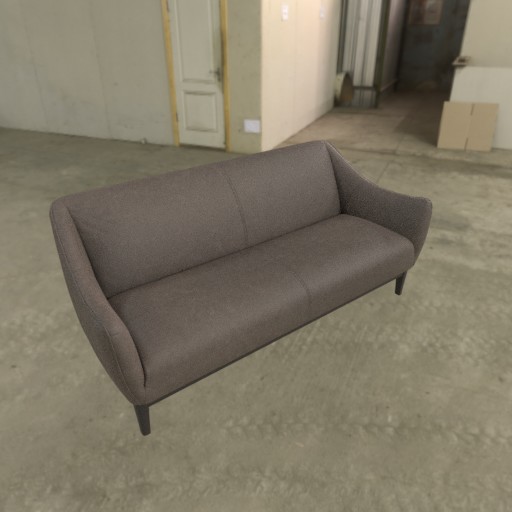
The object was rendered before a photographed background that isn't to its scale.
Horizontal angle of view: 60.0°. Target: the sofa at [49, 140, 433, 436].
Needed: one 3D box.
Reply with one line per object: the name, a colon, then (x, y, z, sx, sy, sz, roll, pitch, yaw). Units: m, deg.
sofa: (0.000, 0.000, 2.389, 1.928, 0.831, 0.869, -21, 35, -32)
